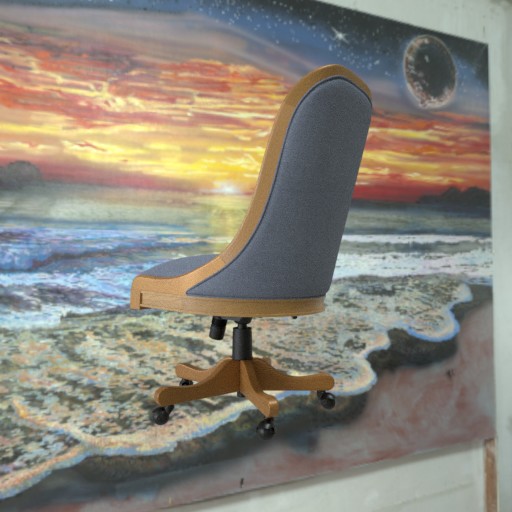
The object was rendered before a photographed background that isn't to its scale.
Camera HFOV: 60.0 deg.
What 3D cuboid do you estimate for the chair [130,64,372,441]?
[{"bbox_3d":[0.000,0.000,1.483,0.735,1.031,0.605,-1,-2,36],"label":"chair"}]
